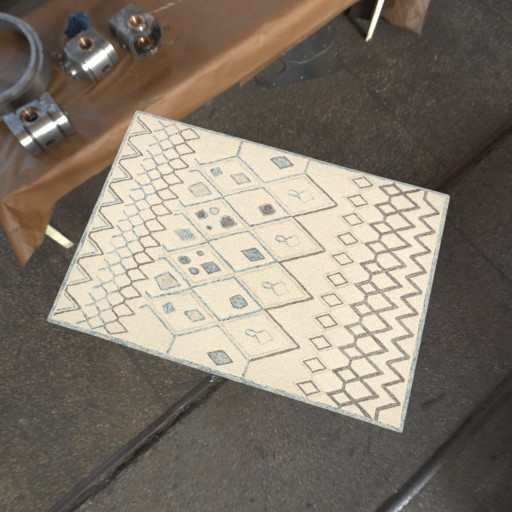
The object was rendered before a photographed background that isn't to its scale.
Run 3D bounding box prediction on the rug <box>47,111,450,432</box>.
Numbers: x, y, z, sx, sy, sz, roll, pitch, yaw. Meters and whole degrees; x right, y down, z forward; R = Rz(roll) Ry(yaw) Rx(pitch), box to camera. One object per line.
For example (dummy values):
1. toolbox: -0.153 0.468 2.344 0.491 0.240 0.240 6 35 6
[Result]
1. rug: 0.000 0.000 2.318 1.820 0.009 1.260 16 76 4
